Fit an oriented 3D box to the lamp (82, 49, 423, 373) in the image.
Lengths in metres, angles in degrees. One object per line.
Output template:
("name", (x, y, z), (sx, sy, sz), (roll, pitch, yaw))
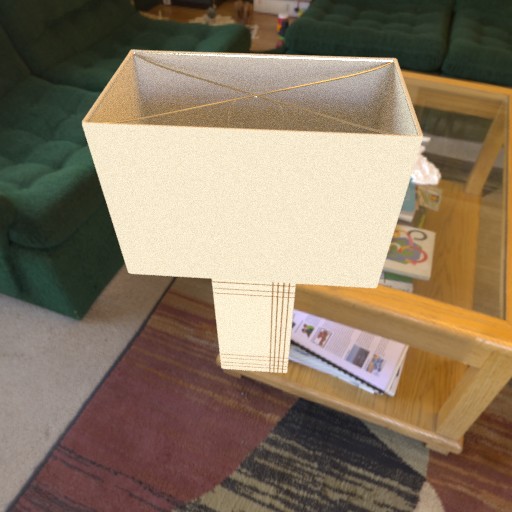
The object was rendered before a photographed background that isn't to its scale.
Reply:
("lamp", (0.000, 0.000, 0.687), (0.334, 0.543, 0.182), (3, 46, 3))
